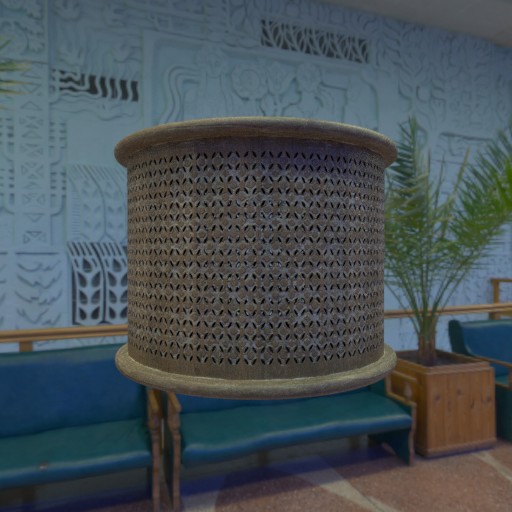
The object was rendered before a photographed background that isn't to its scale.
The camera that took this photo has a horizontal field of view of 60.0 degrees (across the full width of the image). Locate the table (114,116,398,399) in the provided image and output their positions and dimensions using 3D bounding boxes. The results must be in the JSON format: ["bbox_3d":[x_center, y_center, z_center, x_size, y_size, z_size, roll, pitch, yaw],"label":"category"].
[{"bbox_3d":[0.000,0.000,0.997,0.607,0.450,0.607,0,1,0],"label":"table"}]
